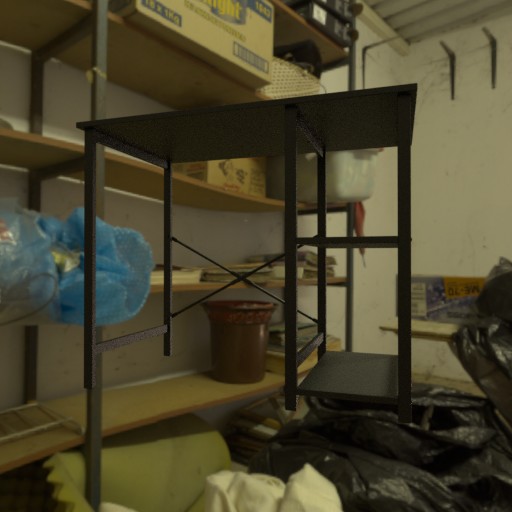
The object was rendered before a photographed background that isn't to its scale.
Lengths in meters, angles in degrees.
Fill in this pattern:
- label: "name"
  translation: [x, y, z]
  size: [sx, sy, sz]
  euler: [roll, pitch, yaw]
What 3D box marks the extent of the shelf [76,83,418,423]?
- label: "shelf"
  translation: [0.000, 0.000, 1.338]
  size: [0.902, 0.749, 0.498]
  euler: [0, 0, 18]
